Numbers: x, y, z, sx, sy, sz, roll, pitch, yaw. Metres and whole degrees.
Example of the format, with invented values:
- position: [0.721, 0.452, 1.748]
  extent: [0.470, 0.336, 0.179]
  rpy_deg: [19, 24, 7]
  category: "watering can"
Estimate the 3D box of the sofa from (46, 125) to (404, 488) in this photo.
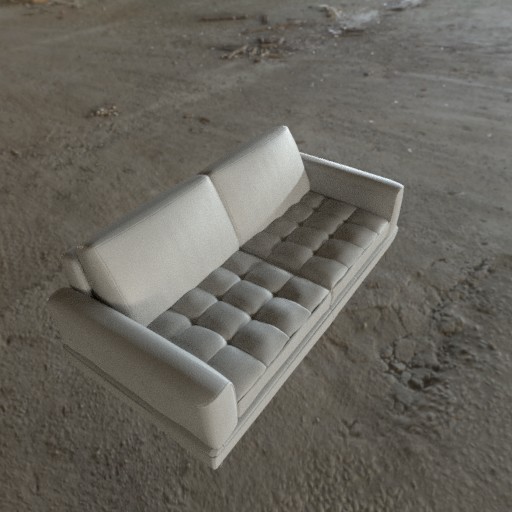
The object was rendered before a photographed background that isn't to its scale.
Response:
- position: [0.000, 0.000, 2.716]
  extent: [1.121, 0.930, 2.177]
  rpy_deg: [24, 45, 27]
  category: "sofa"
